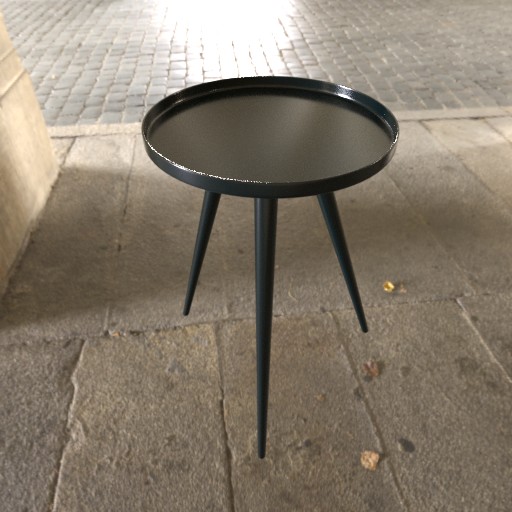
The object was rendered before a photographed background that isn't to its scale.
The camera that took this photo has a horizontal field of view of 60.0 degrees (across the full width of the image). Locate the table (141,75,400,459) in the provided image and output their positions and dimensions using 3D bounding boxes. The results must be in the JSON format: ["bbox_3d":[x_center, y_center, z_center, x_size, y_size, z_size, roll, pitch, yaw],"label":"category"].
[{"bbox_3d":[0.000,0.000,0.833,0.415,0.548,0.403,26,46,27],"label":"table"}]
